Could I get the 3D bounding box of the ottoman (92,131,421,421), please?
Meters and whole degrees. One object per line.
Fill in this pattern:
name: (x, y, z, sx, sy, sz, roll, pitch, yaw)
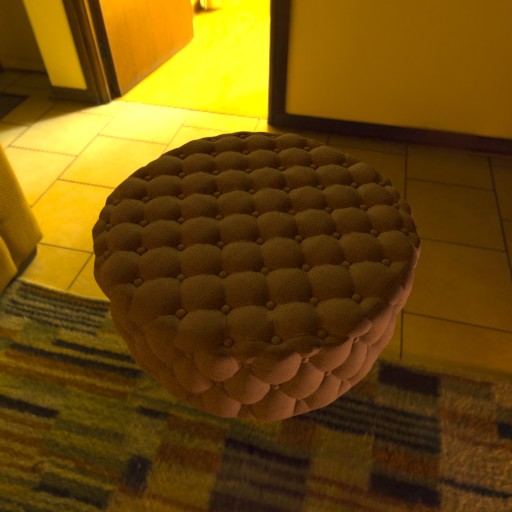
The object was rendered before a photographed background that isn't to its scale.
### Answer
ottoman: (0.000, 0.000, 1.477, 0.998, 0.399, 0.998, 0, 47, 0)
